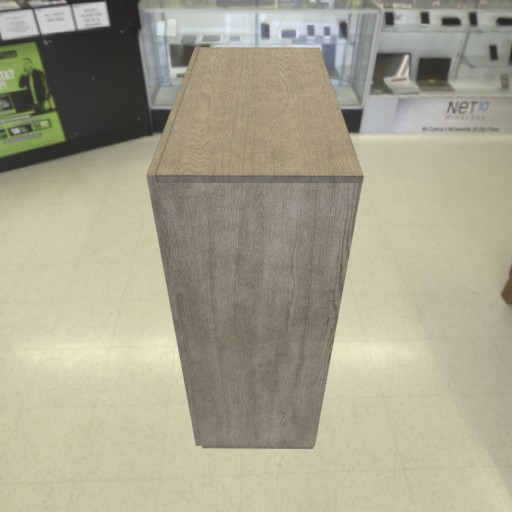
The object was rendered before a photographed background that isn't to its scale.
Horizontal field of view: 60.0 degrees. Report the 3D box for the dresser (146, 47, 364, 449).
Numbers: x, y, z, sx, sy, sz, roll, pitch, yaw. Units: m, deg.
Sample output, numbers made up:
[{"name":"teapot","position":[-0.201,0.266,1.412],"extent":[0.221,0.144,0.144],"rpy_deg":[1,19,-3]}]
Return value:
[{"name":"dresser","position":[0.000,0.000,1.767],"extent":[0.483,1.295,0.967],"rpy_deg":[0,41,0]}]
